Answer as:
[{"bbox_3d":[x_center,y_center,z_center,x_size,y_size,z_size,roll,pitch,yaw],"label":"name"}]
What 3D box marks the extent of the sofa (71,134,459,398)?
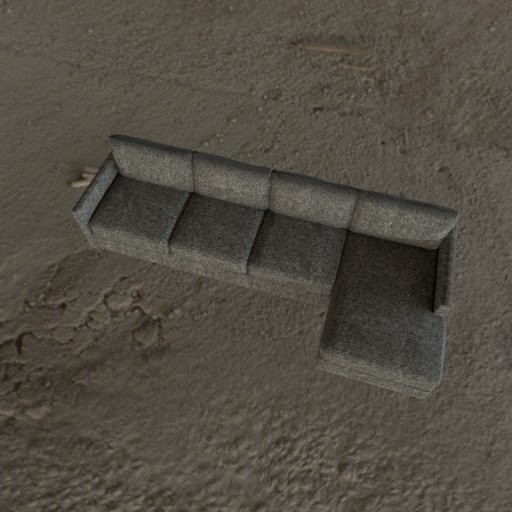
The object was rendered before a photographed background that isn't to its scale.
[{"bbox_3d":[0.000,0.000,4.020,3.384,0.970,1.488,14,59,9],"label":"sofa"}]
